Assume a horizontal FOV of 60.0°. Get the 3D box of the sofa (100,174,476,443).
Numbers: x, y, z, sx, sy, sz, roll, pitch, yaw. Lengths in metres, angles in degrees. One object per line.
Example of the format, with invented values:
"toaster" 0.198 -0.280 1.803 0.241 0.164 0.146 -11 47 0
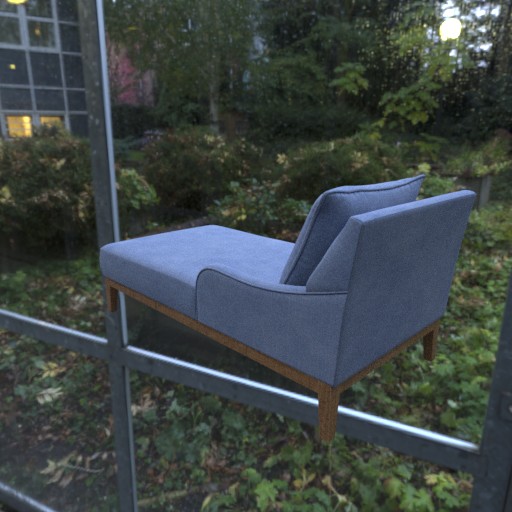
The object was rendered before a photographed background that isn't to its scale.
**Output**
"sofa" 0.000 0.000 2.293 0.904 0.883 1.779 -15 22 -42
